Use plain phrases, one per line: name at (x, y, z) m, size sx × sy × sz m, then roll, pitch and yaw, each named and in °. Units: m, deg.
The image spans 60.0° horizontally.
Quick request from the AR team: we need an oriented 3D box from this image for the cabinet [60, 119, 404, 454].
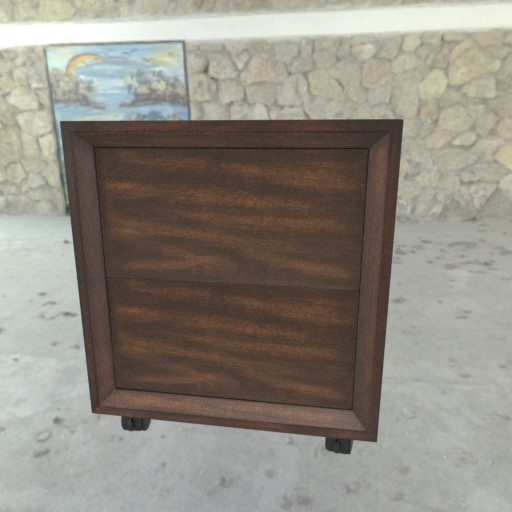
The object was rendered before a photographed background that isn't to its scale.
cabinet at (0.000, 0.000, 0.804) m, size 0.402 × 0.455 × 0.500 m, roll 2°, pitch 15°, yaw 9°
